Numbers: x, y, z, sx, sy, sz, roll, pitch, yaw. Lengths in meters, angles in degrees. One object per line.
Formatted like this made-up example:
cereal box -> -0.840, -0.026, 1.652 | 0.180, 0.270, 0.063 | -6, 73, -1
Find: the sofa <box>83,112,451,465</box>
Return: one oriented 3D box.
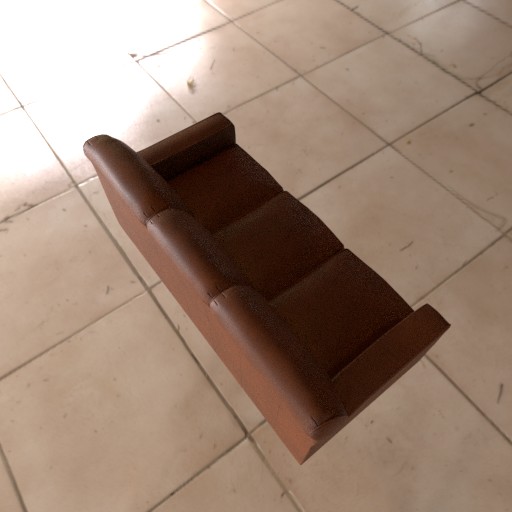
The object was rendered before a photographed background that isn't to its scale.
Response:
sofa -> 0.000, 0.000, 2.614 | 1.008, 0.953, 2.039 | -33, 63, -19
